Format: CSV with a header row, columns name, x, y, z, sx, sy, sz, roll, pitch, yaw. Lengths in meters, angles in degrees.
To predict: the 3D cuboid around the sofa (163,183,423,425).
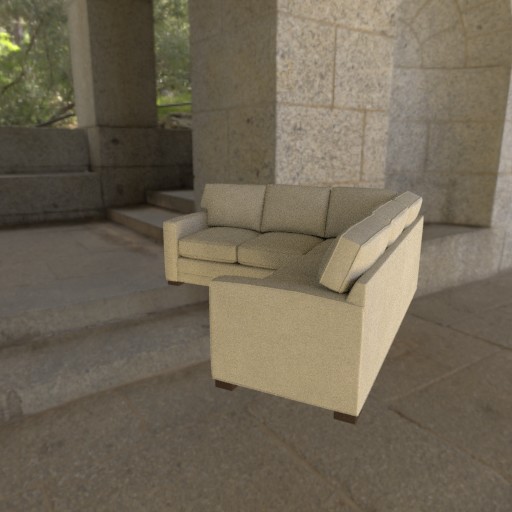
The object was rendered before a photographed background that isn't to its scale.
name,x,y,z,sx,sy,sz,roll,pitch,yaw
sofa,0.000,0.000,3.398,2.188,0.936,2.211,7,16,25
